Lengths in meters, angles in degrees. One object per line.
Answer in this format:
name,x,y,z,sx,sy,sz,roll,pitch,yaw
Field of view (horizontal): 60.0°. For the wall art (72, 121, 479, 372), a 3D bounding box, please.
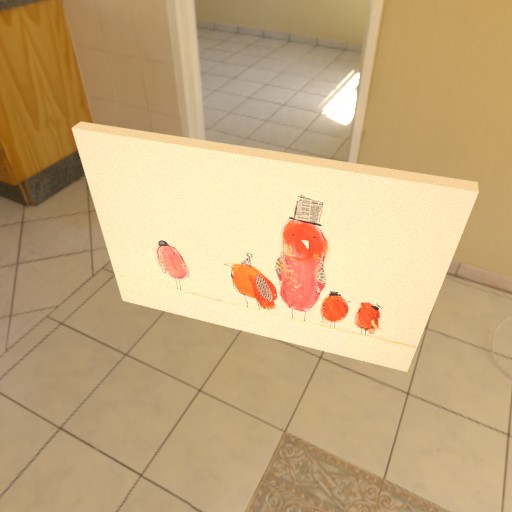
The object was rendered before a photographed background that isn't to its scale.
wall art,0.000,0.000,1.175,0.914,0.609,0.038,12,43,13
